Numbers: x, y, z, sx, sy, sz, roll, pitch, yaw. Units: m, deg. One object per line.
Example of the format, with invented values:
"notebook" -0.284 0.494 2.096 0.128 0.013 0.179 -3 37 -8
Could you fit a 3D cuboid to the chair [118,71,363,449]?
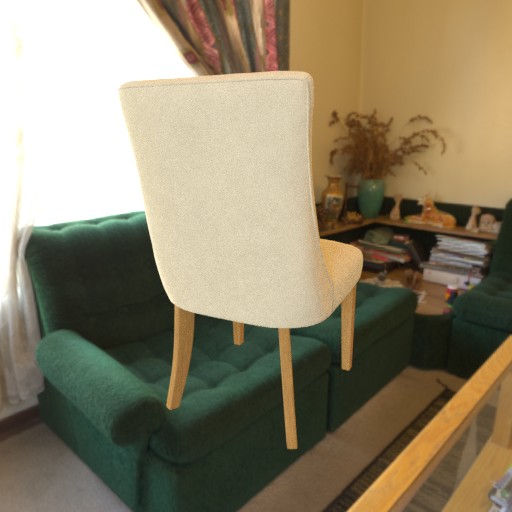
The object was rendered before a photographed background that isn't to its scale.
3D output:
"chair" 0.000 0.000 1.262 0.495 0.902 0.610 8 17 25
